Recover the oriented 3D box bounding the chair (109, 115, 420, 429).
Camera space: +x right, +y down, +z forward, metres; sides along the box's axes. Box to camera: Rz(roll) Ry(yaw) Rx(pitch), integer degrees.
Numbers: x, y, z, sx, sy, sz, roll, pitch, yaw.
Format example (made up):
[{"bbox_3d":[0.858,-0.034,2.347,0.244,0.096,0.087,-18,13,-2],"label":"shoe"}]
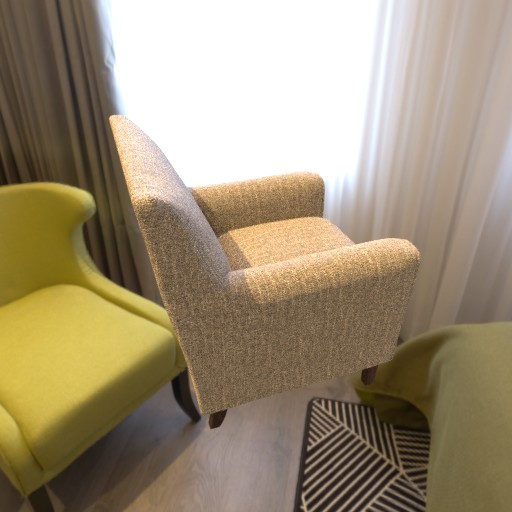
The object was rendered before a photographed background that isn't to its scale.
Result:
[{"bbox_3d":[0.000,0.000,1.675,0.873,0.928,0.864,-10,32,-17],"label":"chair"}]
